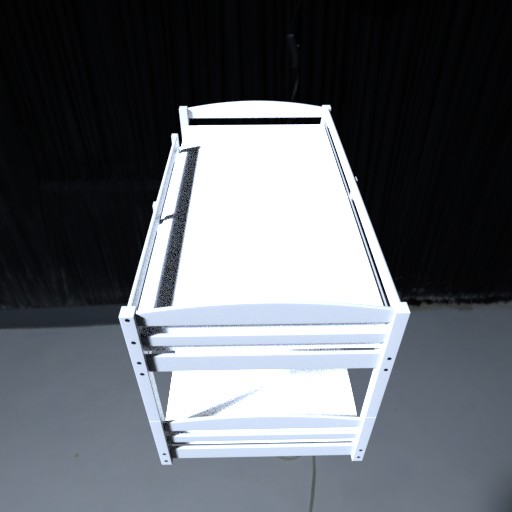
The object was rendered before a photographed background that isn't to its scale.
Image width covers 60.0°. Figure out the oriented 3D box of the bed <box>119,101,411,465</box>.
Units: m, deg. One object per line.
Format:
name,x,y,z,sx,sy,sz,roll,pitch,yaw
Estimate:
bed,0.000,0.000,2.755,1.105,1.206,2.013,-1,40,-1
